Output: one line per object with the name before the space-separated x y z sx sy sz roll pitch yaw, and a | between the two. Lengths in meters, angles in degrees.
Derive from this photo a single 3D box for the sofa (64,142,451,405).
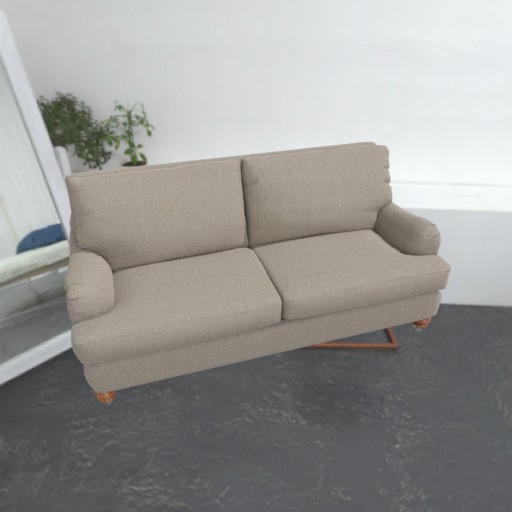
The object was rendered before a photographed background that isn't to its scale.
sofa | 0.000 0.000 2.758 2.160 1.054 1.087 -10 34 -15
